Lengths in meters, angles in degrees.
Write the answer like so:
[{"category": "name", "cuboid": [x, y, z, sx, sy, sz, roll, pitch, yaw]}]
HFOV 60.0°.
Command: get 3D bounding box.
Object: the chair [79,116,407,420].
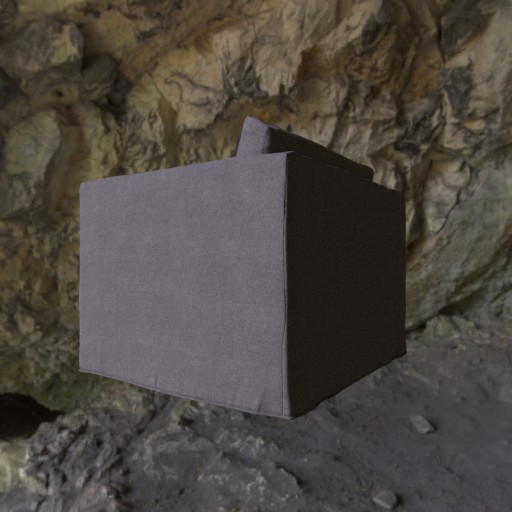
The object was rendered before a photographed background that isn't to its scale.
[{"category": "chair", "cuboid": [0.000, 0.000, 1.817, 0.949, 0.863, 1.057, 0, 0, 35]}]
